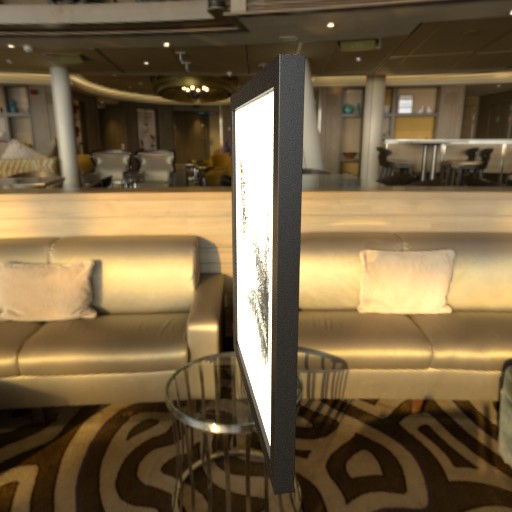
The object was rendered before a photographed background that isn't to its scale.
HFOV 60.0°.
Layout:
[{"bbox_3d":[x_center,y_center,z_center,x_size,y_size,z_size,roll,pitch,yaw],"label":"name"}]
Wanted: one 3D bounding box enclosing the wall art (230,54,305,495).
[{"bbox_3d":[0.000,0.000,0.757,0.028,0.557,0.457,-2,15,-9],"label":"wall art"}]
